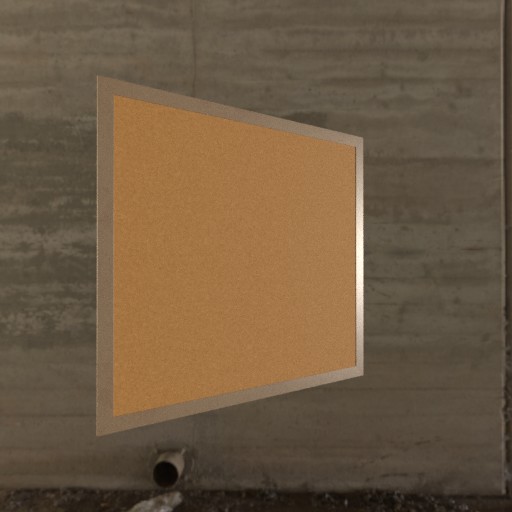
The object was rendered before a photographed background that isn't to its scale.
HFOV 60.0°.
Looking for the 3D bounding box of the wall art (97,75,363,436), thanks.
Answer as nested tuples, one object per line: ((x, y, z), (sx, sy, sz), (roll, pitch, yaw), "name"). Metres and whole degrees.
((0.000, 0.000, 1.659), (1.168, 1.067, 0.025), (0, 0, -36), "wall art")
